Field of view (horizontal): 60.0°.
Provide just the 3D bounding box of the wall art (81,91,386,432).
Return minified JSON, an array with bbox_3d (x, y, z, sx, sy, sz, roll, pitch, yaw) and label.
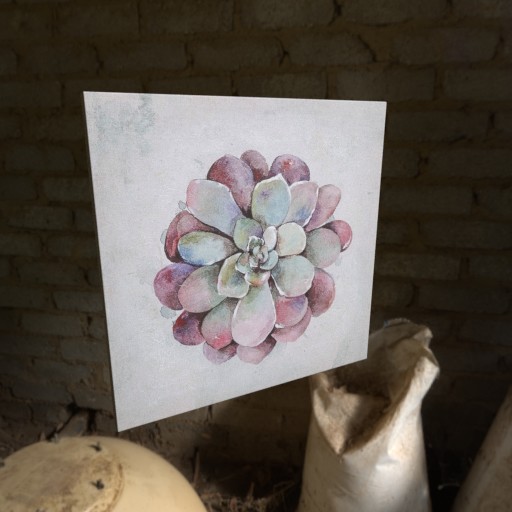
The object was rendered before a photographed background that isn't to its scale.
[{"bbox_3d":[0.000,0.000,1.133,0.762,0.762,0.041,-8,18,-26],"label":"wall art"}]
